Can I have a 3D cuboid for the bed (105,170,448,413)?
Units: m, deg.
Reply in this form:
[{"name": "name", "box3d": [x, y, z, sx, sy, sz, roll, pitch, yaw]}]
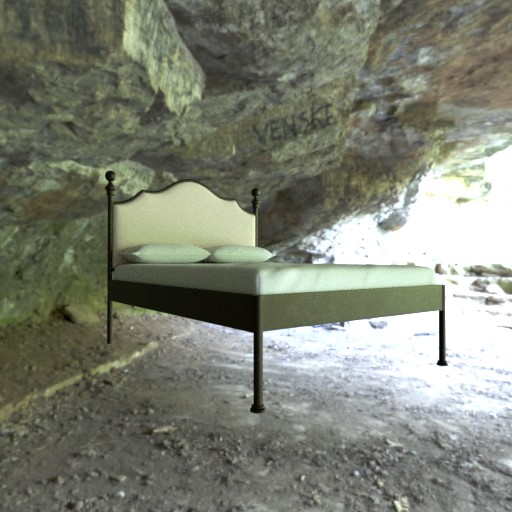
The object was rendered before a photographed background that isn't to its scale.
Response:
[{"name": "bed", "box3d": [0.000, 0.000, 3.413, 1.642, 1.499, 2.224, 0, -1, -36]}]
